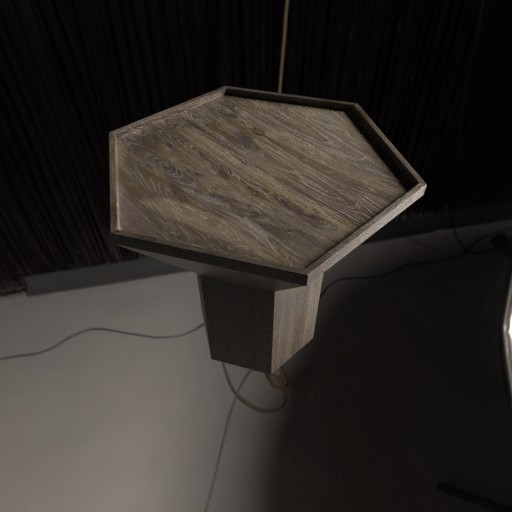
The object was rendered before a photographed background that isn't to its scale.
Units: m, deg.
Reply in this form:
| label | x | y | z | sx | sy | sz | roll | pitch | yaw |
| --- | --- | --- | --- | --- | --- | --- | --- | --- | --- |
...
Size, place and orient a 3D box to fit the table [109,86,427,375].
| label | x | y | z | sx | sy | sz | roll | pitch | yaw |
| --- | --- | --- | --- | --- | --- | --- | --- | --- | --- |
| table | 0.000 | 0.000 | 1.127 | 0.592 | 0.586 | 0.683 | -10 | 46 | -9 |
